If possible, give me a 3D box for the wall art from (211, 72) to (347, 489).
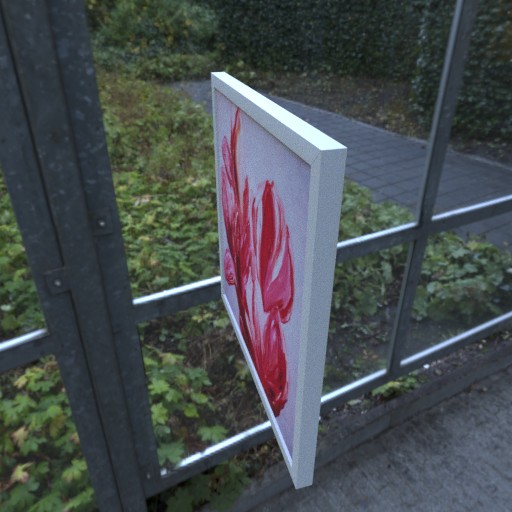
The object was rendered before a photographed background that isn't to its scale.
[{"bbox_3d":[0.000,0.000,0.661,0.023,0.453,0.455,-8,31,-14],"label":"wall art"}]
